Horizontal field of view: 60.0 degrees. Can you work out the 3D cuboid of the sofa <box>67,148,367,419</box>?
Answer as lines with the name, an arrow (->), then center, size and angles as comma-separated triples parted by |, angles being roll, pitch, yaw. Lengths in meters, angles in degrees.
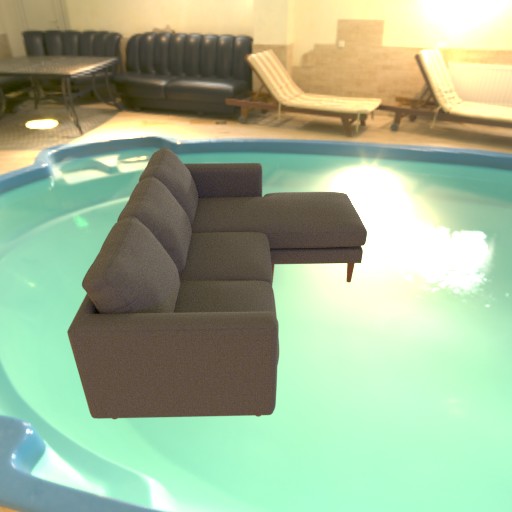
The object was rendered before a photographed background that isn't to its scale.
sofa -> 0.000, 0.000, 2.801 | 1.591, 0.897, 2.031 | -1, 31, -1
